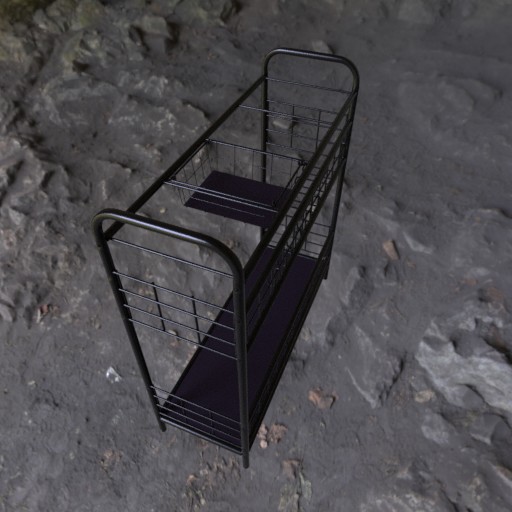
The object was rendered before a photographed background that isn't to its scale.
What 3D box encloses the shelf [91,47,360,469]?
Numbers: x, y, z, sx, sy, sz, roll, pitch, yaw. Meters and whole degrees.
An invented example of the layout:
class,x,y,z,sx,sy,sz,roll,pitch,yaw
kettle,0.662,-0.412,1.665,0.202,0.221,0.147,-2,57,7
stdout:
class,x,y,z,sx,sy,sz,roll,pitch,yaw
shelf,0.000,0.000,1.499,0.350,1.026,0.961,16,47,16
